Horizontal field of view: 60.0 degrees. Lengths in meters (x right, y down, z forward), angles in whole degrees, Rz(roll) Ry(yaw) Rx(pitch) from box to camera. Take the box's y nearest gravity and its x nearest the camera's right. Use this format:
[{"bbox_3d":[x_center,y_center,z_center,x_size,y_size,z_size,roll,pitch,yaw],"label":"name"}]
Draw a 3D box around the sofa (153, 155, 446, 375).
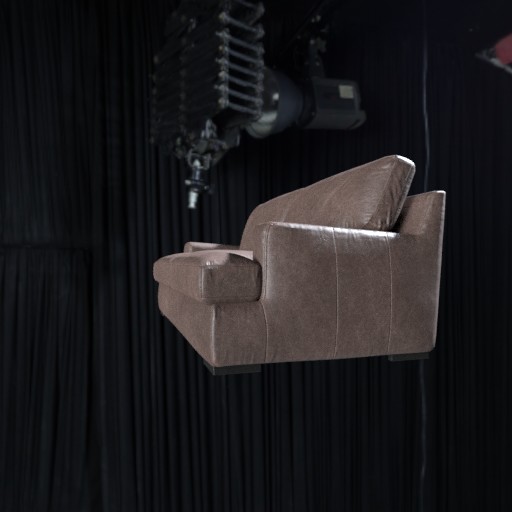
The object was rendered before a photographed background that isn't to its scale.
[{"bbox_3d":[0.000,0.000,2.871,1.143,0.941,2.261,0,-1,-17],"label":"sofa"}]
